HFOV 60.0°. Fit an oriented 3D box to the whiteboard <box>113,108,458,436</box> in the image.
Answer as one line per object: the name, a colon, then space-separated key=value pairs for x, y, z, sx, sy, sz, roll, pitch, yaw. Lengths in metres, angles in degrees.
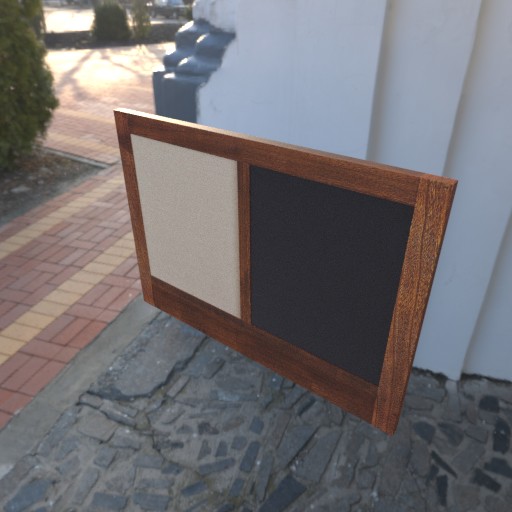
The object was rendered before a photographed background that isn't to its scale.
whiteboard: x=0.000 y=0.000 z=1.000 sx=0.768 sy=0.553 sz=0.083 roll=21 pitch=37 yaw=31
